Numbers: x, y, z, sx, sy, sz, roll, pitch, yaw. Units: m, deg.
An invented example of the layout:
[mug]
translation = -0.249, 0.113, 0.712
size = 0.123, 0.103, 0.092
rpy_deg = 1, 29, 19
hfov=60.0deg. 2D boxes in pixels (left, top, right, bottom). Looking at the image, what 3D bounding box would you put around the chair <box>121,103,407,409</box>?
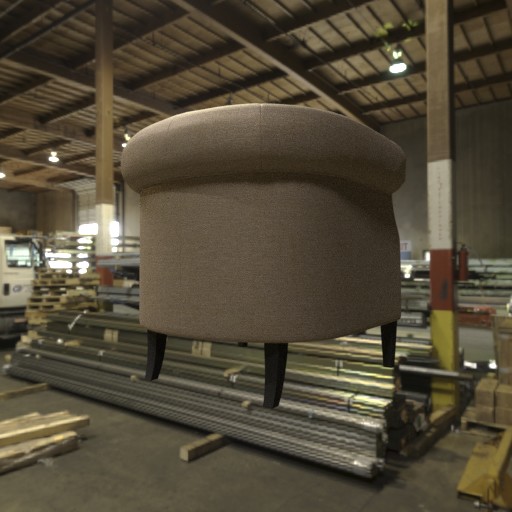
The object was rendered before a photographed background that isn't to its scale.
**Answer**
[chair]
translation = 0.000, 0.000, 1.566
size = 0.905, 0.827, 0.852
rpy_deg = -1, -1, 36
